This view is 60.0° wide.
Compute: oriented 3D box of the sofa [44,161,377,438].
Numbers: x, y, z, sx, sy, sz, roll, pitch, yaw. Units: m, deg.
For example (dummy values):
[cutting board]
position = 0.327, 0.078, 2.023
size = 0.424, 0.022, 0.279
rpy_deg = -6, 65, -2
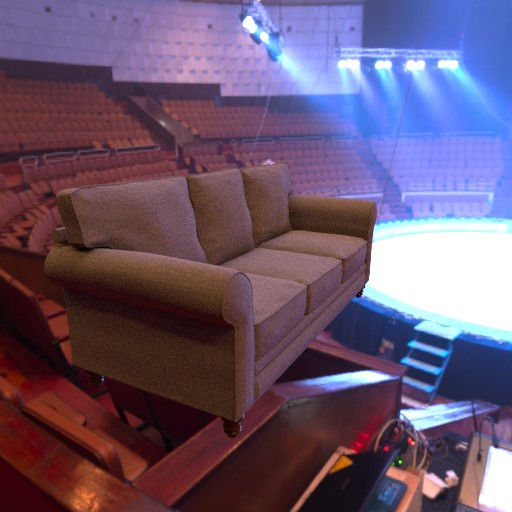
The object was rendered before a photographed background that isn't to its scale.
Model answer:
[sofa]
position = 0.000, 0.000, 2.553
size = 0.916, 0.961, 2.084
rpy_deg = 8, 17, 27
